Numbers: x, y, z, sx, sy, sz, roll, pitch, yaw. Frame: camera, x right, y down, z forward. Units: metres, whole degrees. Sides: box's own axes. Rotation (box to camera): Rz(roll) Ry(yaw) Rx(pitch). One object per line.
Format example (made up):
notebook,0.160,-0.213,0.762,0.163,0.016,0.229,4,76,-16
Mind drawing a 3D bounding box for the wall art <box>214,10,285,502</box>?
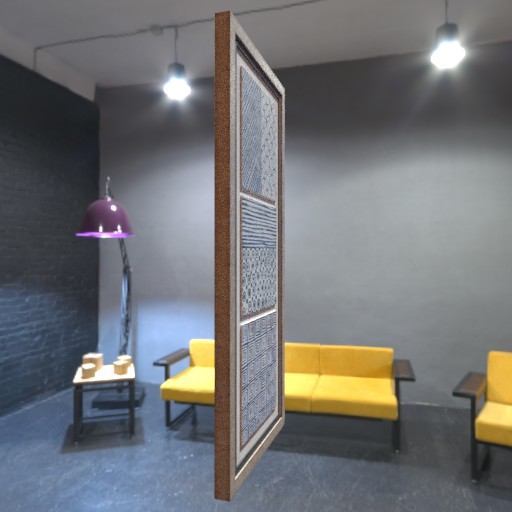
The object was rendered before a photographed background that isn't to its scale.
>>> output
wall art,0.000,0.000,1.632,0.051,1.461,0.648,0,0,18
